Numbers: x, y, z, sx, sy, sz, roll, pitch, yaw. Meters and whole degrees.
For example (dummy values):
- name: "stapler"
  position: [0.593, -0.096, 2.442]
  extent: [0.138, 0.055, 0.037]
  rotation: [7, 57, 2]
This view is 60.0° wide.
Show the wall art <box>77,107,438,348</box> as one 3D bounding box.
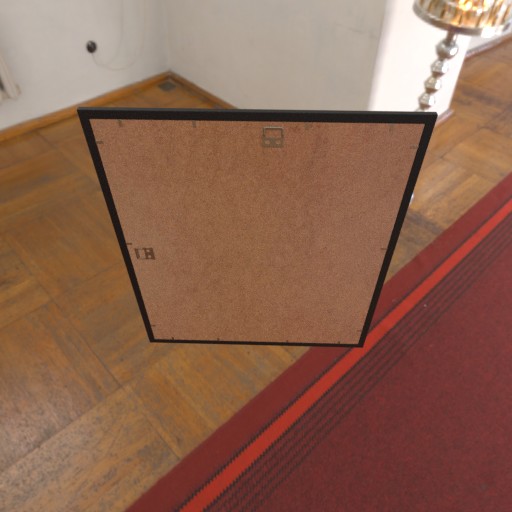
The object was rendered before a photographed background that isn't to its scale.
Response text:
- name: "wall art"
  position: [0.000, 0.000, 0.928]
  extent: [0.559, 0.660, 0.018]
  rotation: [1, 46, 1]
